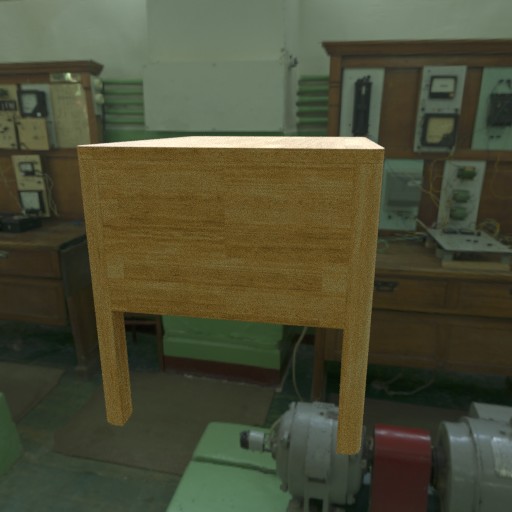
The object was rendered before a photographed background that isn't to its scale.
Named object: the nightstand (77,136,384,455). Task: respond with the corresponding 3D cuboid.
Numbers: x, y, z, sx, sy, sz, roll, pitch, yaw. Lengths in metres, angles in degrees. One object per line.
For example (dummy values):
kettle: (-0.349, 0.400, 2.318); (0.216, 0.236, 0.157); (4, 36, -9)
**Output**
nightstand: (0.000, 0.000, 0.931); (0.440, 0.470, 0.560); (3, 17, 10)
